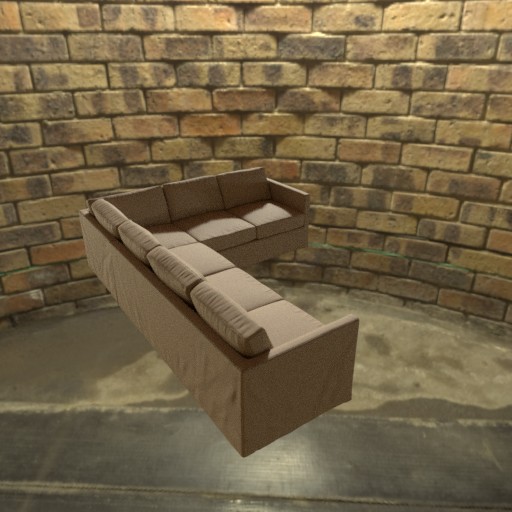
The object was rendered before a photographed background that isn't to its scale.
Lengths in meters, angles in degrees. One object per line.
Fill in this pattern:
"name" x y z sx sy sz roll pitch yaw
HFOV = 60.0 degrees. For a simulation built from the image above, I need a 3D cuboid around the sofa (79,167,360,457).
"sofa" 0.000 0.000 4.285 2.432 0.871 3.182 -17 30 -31
